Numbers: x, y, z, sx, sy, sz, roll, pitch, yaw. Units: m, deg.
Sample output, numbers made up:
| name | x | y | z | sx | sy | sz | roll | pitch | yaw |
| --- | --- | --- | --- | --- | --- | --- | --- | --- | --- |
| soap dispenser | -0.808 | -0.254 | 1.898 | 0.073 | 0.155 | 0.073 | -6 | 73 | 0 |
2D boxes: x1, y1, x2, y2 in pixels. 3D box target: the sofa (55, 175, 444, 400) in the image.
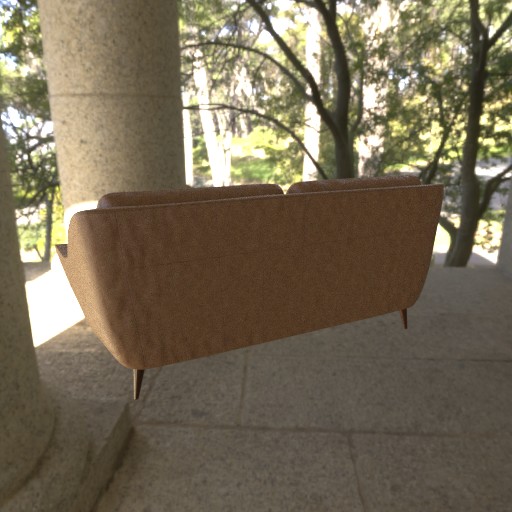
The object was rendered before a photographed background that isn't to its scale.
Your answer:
| name | x | y | z | sx | sy | sz | roll | pitch | yaw |
| --- | --- | --- | --- | --- | --- | --- | --- | --- | --- |
| sofa | 0.000 | 0.000 | 2.357 | 1.902 | 0.839 | 0.904 | -8 | 18 | -26 |
